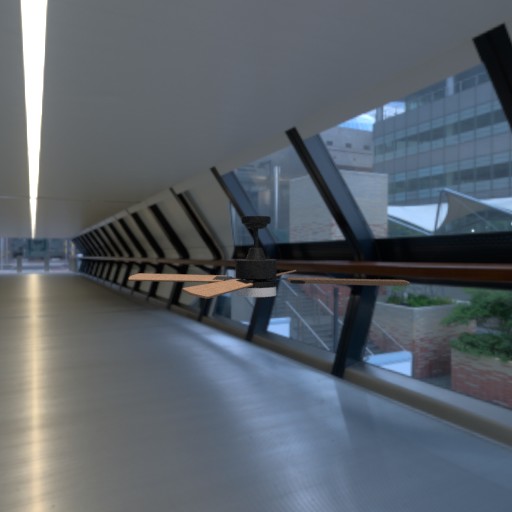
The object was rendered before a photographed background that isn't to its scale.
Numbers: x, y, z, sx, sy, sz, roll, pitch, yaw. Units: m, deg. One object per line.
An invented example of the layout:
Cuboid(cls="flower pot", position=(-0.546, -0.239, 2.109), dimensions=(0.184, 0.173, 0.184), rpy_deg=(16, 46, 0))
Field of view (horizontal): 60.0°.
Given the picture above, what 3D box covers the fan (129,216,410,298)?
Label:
Cuboid(cls="fan", position=(0.000, 0.000, 2.015), dimensions=(1.320, 0.355, 1.320), rpy_deg=(0, 1, 18))
